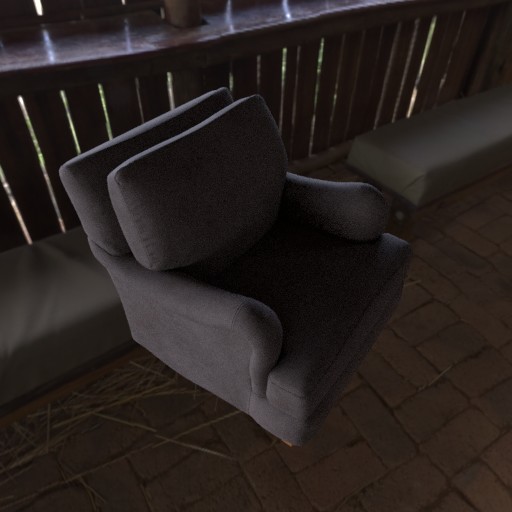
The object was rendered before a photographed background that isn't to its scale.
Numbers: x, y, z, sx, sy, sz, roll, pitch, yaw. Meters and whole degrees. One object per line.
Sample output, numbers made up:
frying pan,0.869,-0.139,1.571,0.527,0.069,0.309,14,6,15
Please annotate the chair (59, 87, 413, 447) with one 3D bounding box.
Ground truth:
chair,0.000,0.000,1.833,1.070,0.997,0.955,26,48,26
